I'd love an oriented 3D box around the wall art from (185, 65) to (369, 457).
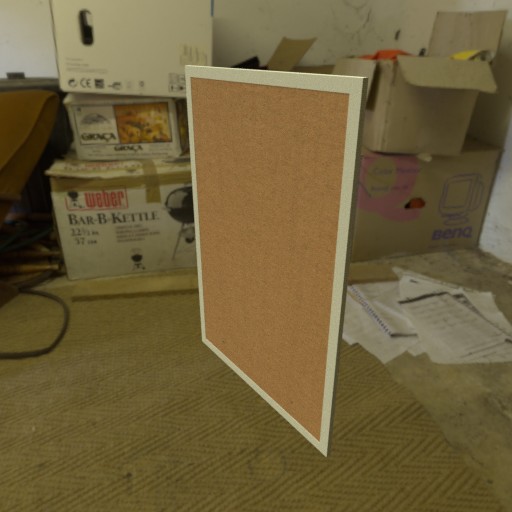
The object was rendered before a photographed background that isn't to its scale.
[{"bbox_3d":[0.000,0.000,1.247,0.015,0.965,0.660,-18,31,-33],"label":"wall art"}]
